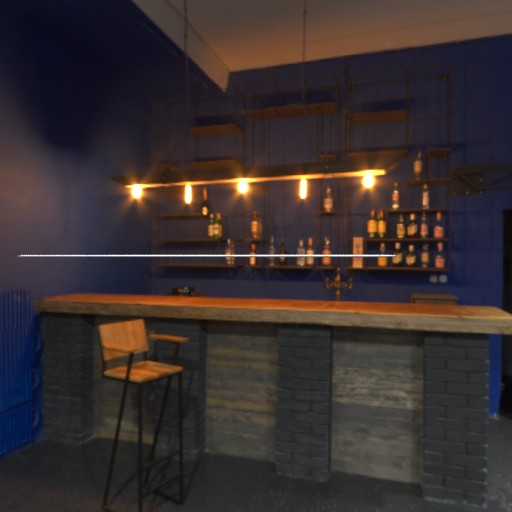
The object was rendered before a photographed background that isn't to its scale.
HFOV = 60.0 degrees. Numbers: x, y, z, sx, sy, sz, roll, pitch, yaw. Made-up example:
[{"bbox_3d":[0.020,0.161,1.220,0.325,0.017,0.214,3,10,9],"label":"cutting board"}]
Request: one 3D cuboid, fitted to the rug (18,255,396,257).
[{"bbox_3d":[0.000,0.000,4.071,2.438,0.012,3.048,0,0,19],"label":"rug"}]
